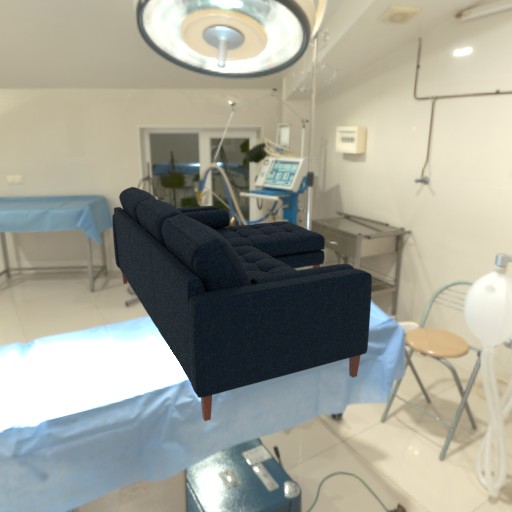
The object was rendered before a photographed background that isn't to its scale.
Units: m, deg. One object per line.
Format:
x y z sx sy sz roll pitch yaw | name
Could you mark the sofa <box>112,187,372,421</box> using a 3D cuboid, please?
0.000 0.000 3.112 1.613 0.841 2.185 -8 18 -25 | sofa
